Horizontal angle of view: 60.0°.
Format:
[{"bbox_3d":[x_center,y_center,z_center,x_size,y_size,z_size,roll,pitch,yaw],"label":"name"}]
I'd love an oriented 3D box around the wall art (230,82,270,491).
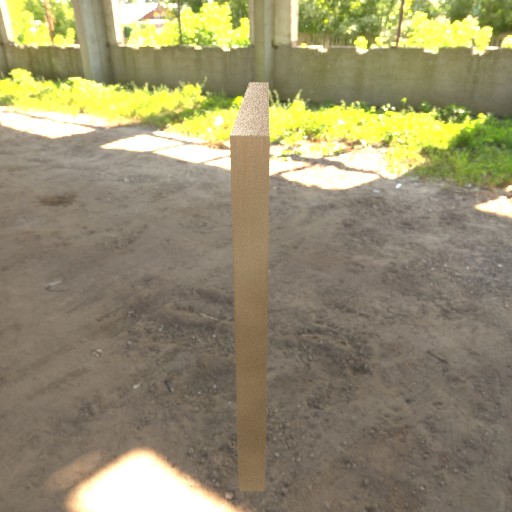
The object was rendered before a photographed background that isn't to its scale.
[{"bbox_3d":[0.000,0.000,0.761,0.038,0.511,0.513,1,27,1],"label":"wall art"}]
